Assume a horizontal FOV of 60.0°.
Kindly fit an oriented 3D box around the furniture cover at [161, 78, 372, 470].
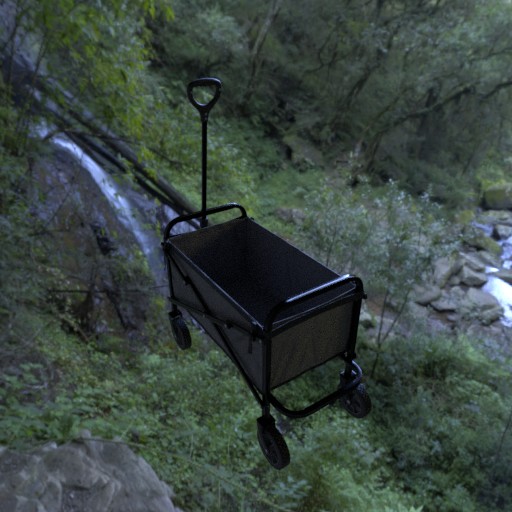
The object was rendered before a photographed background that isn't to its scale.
[{"bbox_3d":[0.000,0.000,1.834,0.532,1.295,1.038,-18,34,-29],"label":"furniture cover"}]
